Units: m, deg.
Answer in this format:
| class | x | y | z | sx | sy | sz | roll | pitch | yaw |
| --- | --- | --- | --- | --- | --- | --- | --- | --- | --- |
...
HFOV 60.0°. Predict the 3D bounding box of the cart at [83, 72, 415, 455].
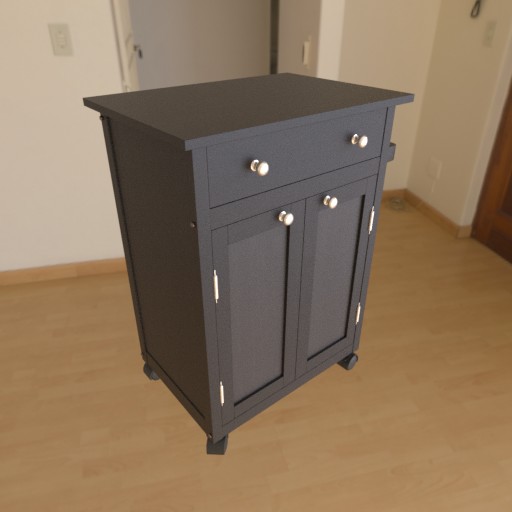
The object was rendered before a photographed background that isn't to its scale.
| class | x | y | z | sx | sy | sz | roll | pitch | yaw |
| --- | --- | --- | --- | --- | --- | --- | --- | --- | --- |
| cart | 0.000 | 0.000 | 1.269 | 0.660 | 0.879 | 0.456 | -22 | 37 | -33 |
